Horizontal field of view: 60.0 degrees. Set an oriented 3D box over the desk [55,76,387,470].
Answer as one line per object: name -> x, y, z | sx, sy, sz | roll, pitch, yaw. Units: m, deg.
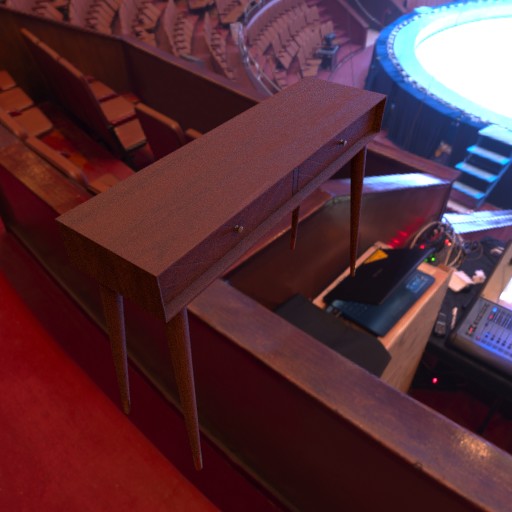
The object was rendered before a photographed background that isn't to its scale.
desk -> 0.000, 0.000, 1.668 | 0.384, 0.917, 1.204 | 25, 47, 26
